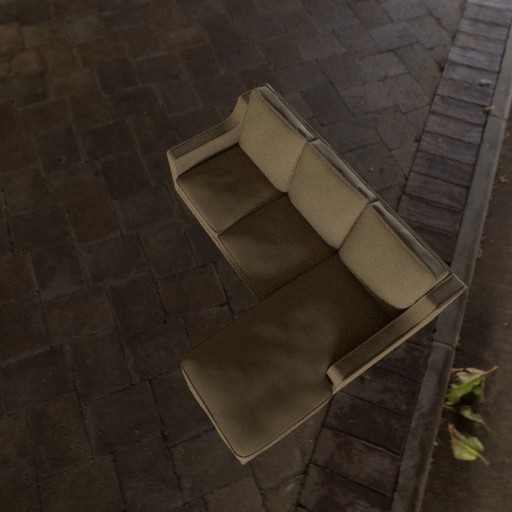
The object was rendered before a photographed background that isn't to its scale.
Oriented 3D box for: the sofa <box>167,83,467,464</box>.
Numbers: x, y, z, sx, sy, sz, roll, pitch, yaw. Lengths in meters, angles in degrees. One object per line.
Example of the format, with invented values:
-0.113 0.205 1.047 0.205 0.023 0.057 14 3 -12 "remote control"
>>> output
0.000 0.000 3.404 1.858 1.066 2.317 -32 67 -15 "sofa"
